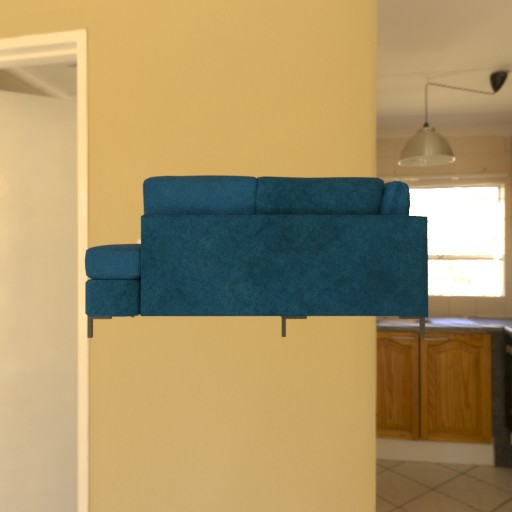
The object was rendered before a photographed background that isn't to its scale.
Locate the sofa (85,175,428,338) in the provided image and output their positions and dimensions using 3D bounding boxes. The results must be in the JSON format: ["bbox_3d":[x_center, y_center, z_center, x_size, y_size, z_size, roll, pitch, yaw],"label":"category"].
[{"bbox_3d":[0.000,0.000,4.321,2.055,0.992,3.434,0,0,0],"label":"sofa"}]
